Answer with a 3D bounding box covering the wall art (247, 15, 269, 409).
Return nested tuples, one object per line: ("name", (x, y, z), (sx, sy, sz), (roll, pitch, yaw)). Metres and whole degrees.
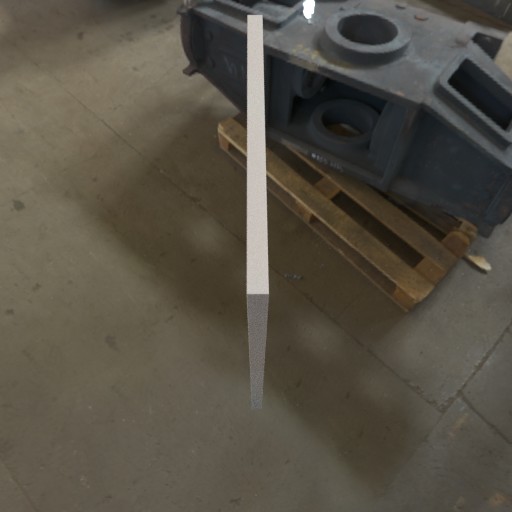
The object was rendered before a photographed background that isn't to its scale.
("wall art", (0.000, 0.000, 1.438), (0.038, 1.143, 0.764), (0, 62, 0))
